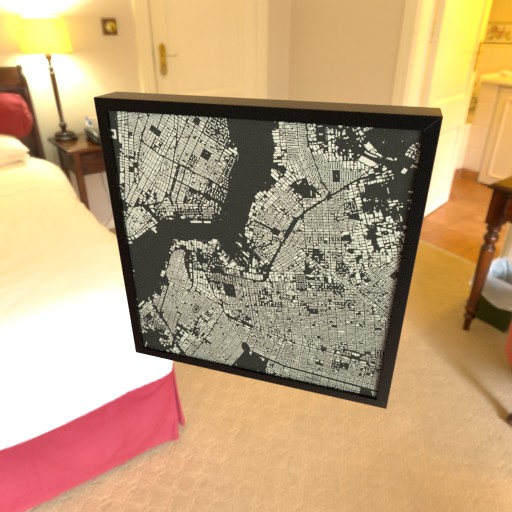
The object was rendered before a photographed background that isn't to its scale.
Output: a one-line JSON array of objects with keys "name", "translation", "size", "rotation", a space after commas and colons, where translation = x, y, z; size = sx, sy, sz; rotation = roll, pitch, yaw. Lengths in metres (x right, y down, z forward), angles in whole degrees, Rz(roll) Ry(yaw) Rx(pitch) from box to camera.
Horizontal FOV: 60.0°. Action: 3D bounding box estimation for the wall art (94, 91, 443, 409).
[{"name": "wall art", "translation": [0.000, 0.000, 0.451], "size": [0.299, 0.299, 0.037], "rotation": [8, 29, 15]}]
